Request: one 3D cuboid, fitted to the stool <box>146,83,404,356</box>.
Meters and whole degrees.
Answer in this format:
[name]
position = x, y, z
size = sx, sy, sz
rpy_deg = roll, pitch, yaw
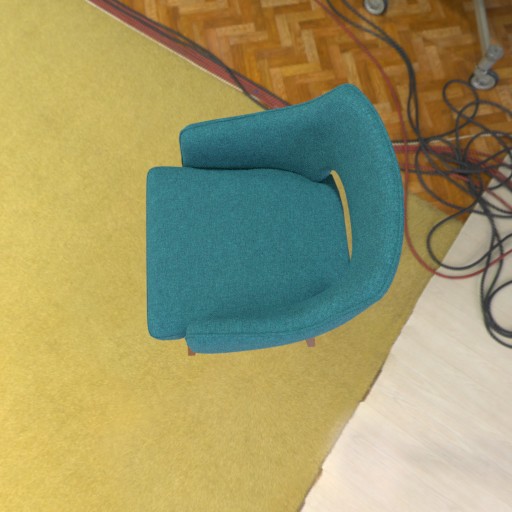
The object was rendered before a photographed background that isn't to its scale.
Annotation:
[stool]
position = 0.000, 0.000, 1.265
size = 0.556, 0.961, 0.548
rpy_deg = -4, 75, -1
